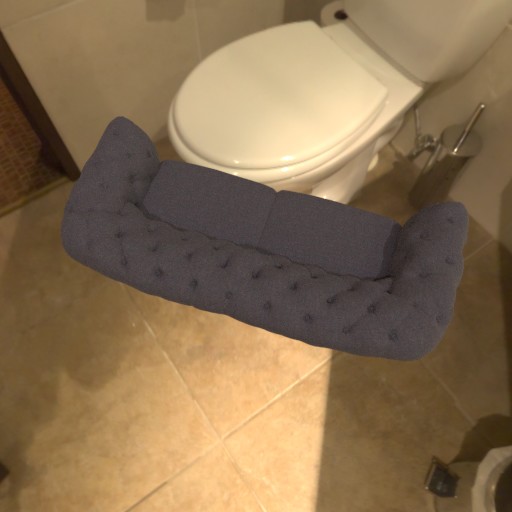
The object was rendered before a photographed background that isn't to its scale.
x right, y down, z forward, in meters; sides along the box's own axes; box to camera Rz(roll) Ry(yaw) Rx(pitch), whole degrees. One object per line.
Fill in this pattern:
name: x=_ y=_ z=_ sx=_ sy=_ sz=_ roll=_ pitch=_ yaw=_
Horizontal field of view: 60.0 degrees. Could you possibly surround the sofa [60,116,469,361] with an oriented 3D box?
sofa: x=0.000 y=0.000 z=2.831 sx=2.335 sy=0.836 sz=1.046 roll=16 pitch=65 yaw=8
